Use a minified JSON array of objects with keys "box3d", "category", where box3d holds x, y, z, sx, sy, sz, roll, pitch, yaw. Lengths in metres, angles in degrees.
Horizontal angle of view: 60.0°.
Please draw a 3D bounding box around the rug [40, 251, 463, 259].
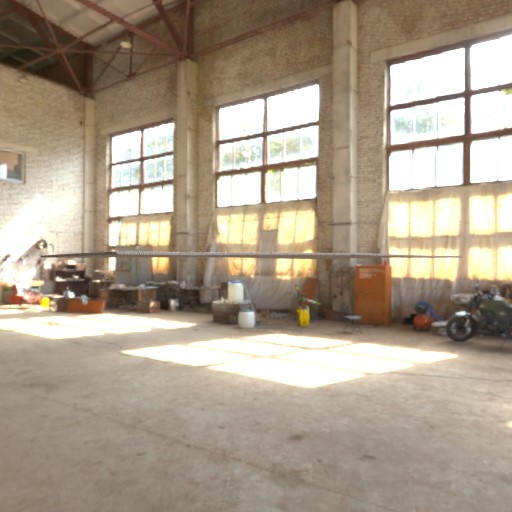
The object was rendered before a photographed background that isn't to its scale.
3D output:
[{"box3d":[0.000,0.000,2.241,1.804,0.022,1.162,1,-1,-35],"category":"rug"}]
